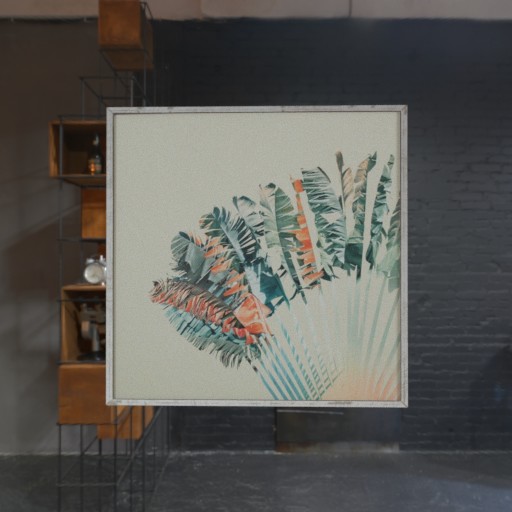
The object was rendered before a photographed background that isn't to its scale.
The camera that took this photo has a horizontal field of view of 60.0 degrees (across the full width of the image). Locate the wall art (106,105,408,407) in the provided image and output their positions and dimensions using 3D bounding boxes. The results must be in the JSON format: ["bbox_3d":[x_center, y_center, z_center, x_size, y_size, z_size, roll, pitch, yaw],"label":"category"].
[{"bbox_3d":[0.000,0.000,0.761,0.508,0.506,0.029,0,0,1],"label":"wall art"}]
